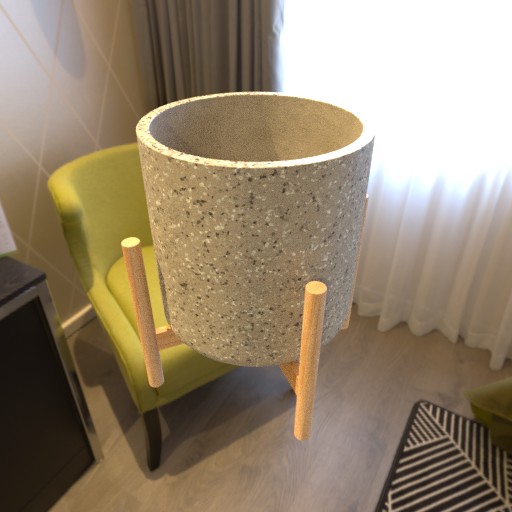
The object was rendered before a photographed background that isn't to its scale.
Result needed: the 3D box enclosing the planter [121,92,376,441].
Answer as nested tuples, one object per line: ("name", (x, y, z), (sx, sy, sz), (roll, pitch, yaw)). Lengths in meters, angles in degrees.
("planter", (0.000, 0.000, 0.689), (0.360, 0.419, 0.360), (0, 34, 0))
